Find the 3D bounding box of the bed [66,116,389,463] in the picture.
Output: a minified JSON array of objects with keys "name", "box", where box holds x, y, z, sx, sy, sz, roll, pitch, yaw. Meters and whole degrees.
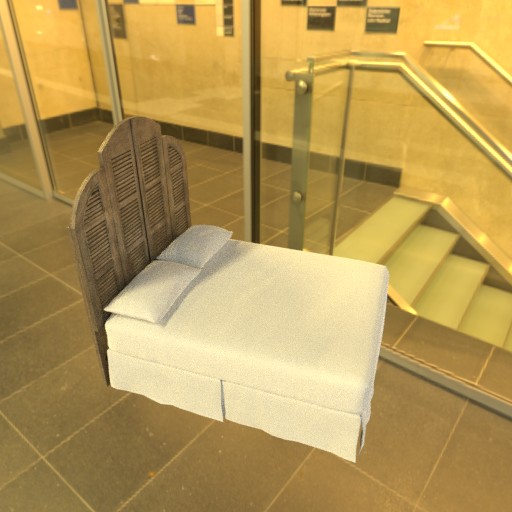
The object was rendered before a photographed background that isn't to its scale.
[{"name":"bed","box":[0.000,0.000,3.551,2.138,2.019,1.713,10,32,16]}]
